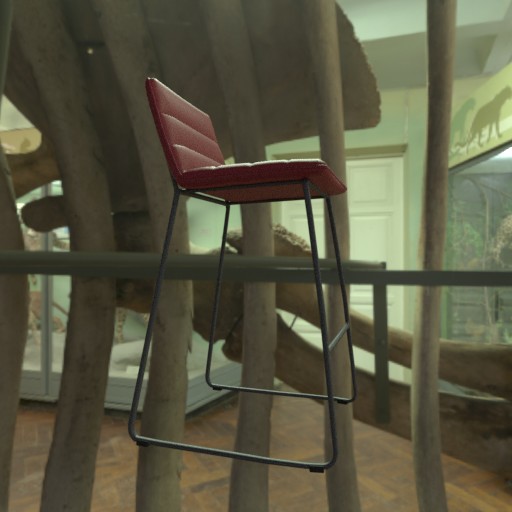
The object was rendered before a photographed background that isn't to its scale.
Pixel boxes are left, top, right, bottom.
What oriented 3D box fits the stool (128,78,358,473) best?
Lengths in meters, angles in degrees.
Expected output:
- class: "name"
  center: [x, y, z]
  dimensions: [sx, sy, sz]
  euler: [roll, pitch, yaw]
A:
- class: "stool"
  center: [0.000, 0.000, 1.252]
  dimensions: [0.524, 0.937, 0.489]
  euler: [0, 1, 18]
